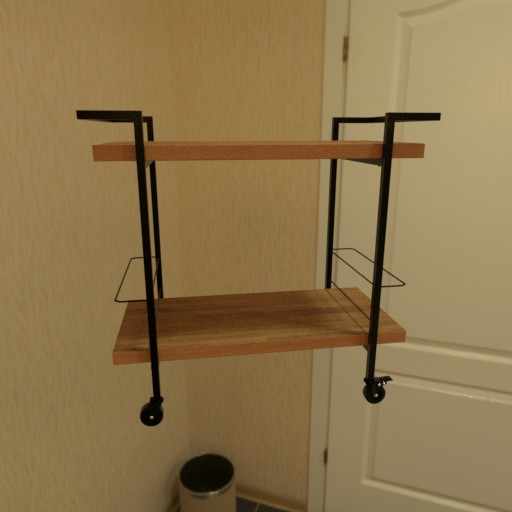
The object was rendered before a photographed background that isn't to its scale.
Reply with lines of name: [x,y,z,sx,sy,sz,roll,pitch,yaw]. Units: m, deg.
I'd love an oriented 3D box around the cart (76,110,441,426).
cart: [0.000,0.000,1.253,0.806,0.762,0.406,-3,16,-9]
